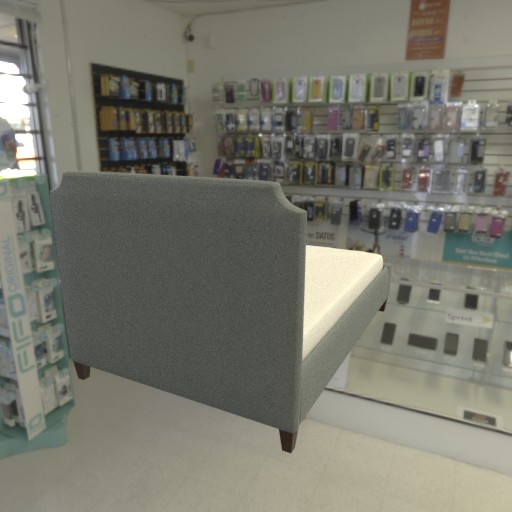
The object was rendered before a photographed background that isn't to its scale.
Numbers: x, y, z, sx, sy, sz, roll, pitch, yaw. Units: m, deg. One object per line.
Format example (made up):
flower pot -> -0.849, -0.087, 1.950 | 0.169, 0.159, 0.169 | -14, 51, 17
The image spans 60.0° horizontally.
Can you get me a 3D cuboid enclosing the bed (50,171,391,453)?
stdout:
bed -> 0.000, 0.000, 3.516 | 1.712, 1.443, 2.372 | 8, 17, 27
